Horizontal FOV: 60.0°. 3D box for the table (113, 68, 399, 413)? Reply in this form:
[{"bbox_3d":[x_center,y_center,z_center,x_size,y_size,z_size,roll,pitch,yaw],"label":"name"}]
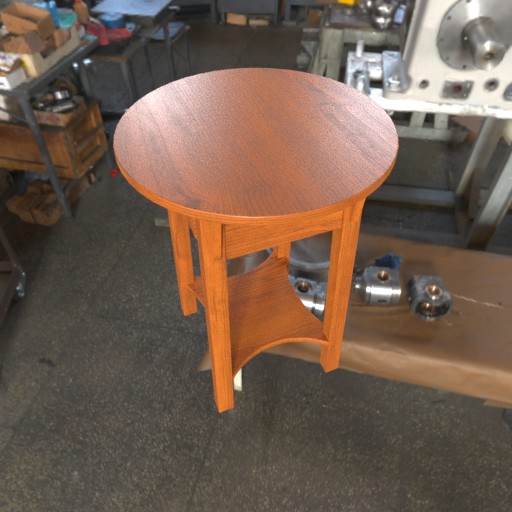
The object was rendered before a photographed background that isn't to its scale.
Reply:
[{"bbox_3d":[0.000,0.000,0.943,0.457,0.610,0.457,0,46,0],"label":"table"}]
